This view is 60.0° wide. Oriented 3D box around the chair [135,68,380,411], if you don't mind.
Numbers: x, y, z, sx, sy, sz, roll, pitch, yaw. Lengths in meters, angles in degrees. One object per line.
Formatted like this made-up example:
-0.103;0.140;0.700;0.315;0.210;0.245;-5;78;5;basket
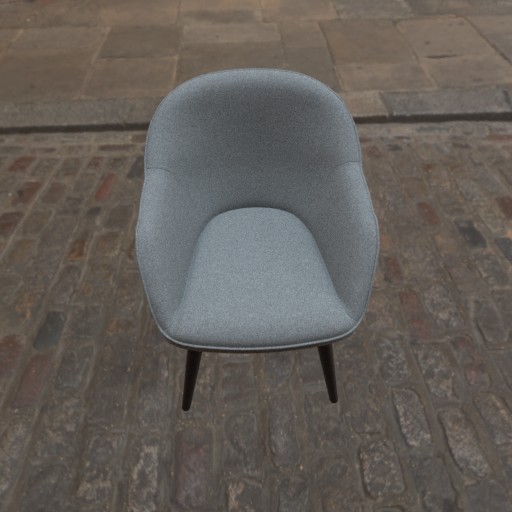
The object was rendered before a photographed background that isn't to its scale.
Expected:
0.000;0.000;1.259;0.589;0.810;0.611;-2;47;-2;chair
